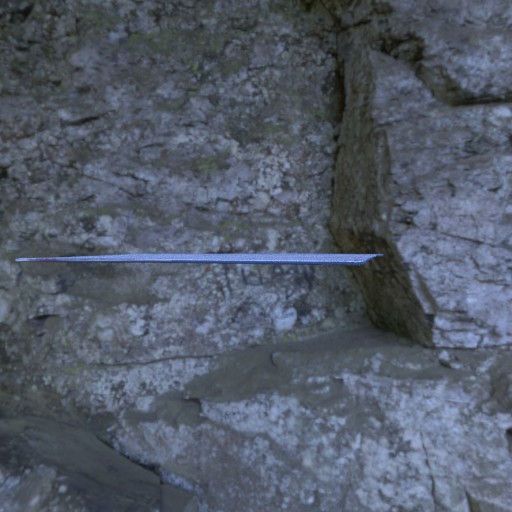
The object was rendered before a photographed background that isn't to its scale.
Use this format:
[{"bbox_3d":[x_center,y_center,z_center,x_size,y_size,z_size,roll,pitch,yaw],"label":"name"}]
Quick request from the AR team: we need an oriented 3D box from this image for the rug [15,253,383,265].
[{"bbox_3d":[0.000,0.000,2.183,1.159,0.025,1.793,0,1,18],"label":"rug"}]
